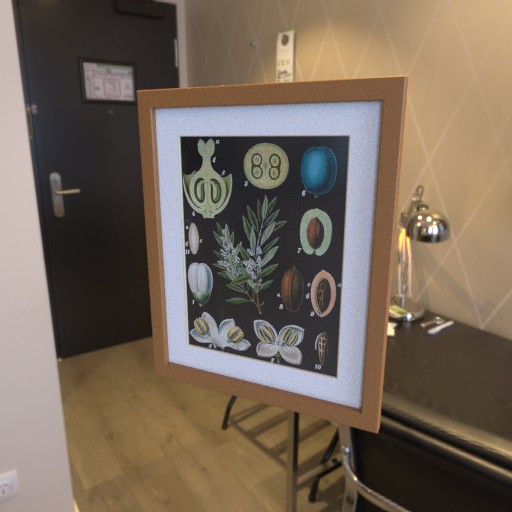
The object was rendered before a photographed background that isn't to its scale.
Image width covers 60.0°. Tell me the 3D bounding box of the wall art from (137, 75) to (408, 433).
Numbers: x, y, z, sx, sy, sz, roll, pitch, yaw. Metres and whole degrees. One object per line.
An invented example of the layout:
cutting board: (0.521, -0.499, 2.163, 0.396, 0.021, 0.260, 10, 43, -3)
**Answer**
wall art: (0.000, 0.000, 0.522, 0.310, 0.379, 0.015, 7, 16, 24)
